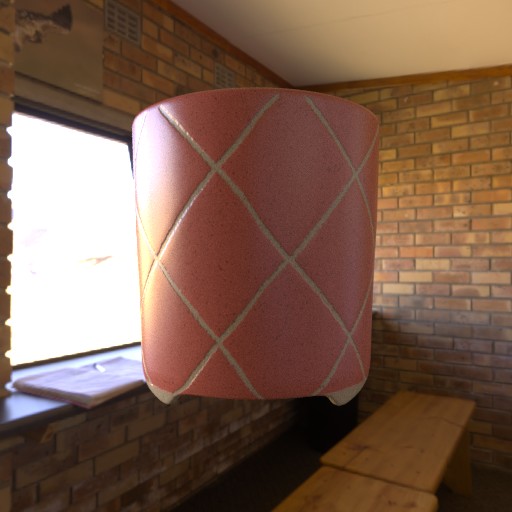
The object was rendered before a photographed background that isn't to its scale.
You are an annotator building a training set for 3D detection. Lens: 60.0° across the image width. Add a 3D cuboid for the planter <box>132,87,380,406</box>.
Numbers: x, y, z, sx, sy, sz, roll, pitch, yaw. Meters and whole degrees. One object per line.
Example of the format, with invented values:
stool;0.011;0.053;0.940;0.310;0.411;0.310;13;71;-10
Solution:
planter;0.000;0.000;0.422;0.227;0.235;0.227;0;-1;0
